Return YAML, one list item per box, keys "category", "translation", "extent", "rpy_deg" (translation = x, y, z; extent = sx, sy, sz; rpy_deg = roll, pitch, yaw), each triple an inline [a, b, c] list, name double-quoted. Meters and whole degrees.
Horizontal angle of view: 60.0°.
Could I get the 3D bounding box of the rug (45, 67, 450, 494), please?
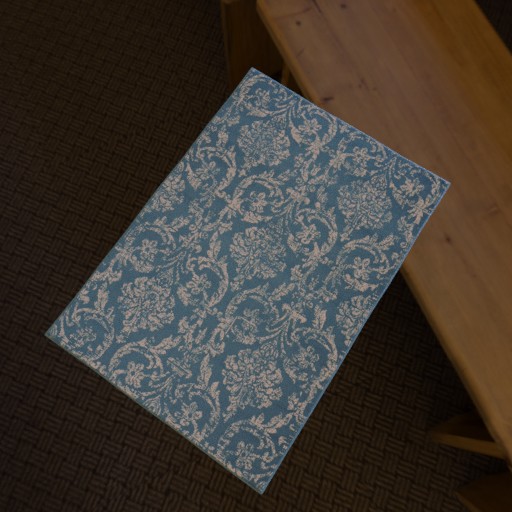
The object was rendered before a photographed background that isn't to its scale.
- category: "rug"
  translation: [0.000, 0.000, 2.751]
  extent: [1.554, 0.012, 2.205]
  rpy_deg: [33, 78, 8]
